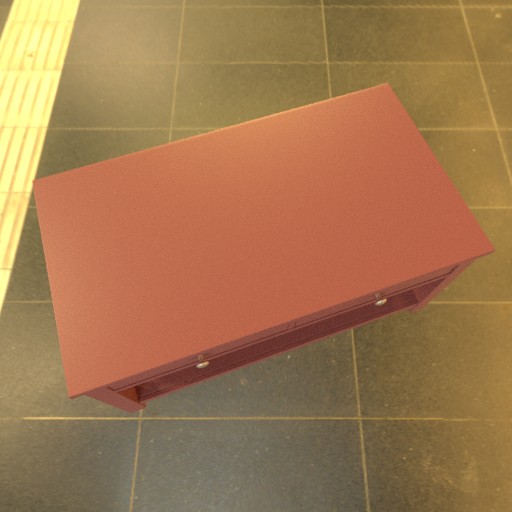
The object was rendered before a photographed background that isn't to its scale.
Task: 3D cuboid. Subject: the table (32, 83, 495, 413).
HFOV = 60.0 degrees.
[{"bbox_3d":[0.000,0.000,1.375,1.068,0.493,0.612,-18,66,-8],"label":"table"}]
